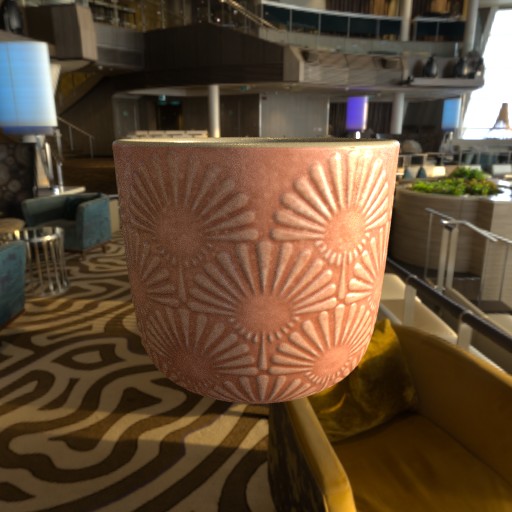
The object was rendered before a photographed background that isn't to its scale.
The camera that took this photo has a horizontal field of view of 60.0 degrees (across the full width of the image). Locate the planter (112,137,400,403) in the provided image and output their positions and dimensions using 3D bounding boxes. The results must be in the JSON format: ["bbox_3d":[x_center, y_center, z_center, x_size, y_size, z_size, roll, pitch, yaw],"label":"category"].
[{"bbox_3d":[0.000,0.000,0.214,0.124,0.109,0.124,0,16,0],"label":"planter"}]
